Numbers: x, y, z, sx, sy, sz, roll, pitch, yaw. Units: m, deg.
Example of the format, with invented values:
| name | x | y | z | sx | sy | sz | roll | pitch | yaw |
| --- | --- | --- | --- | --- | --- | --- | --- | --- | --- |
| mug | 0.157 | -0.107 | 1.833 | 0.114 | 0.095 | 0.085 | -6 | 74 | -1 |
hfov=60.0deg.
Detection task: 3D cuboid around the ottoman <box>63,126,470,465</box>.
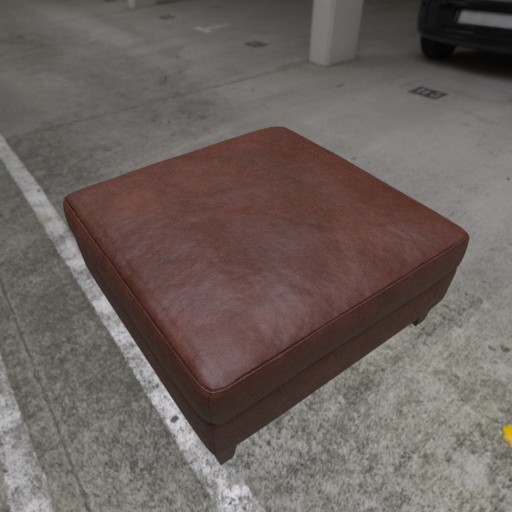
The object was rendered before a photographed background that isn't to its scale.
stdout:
| name | x | y | z | sx | sy | sz | roll | pitch | yaw |
| --- | --- | --- | --- | --- | --- | --- | --- | --- | --- |
| ottoman | 0.000 | 0.000 | 1.316 | 0.844 | 0.415 | 0.836 | -26 | 48 | -26 |
